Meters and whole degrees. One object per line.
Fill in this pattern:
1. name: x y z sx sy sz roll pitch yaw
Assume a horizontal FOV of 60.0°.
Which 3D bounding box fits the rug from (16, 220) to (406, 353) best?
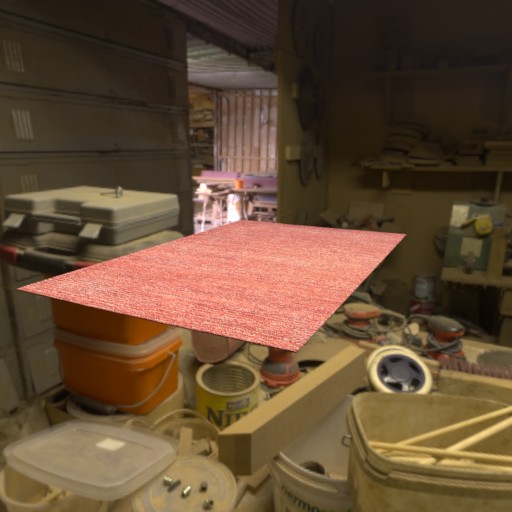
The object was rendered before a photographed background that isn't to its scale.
1. rug: 0.000 0.000 2.169 1.139 0.011 1.747 7 16 26
